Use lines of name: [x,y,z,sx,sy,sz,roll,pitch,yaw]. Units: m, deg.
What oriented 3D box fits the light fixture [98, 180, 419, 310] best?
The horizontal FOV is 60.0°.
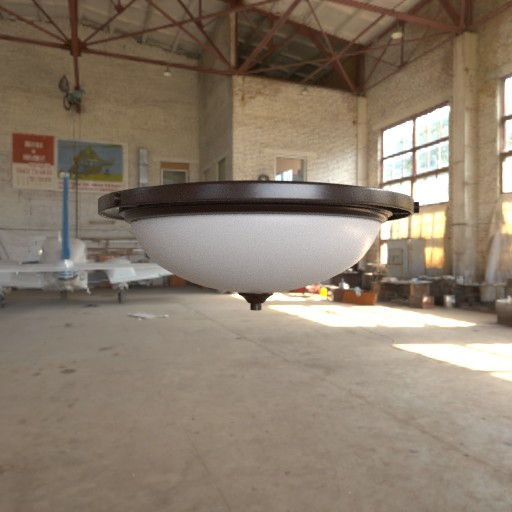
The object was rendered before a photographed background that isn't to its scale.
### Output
light fixture: [0.000,0.000,0.537,0.361,0.130,0.361,0,0,0]
